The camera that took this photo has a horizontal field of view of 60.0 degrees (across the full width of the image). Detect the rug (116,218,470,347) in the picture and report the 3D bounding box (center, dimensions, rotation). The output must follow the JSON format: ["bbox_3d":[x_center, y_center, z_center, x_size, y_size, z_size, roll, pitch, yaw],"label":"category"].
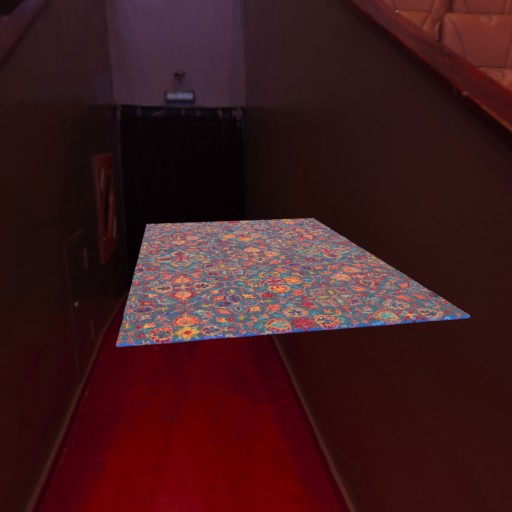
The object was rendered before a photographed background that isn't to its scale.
[{"bbox_3d":[0.000,0.000,2.337,1.216,0.014,1.836,-3,16,-10],"label":"rug"}]
